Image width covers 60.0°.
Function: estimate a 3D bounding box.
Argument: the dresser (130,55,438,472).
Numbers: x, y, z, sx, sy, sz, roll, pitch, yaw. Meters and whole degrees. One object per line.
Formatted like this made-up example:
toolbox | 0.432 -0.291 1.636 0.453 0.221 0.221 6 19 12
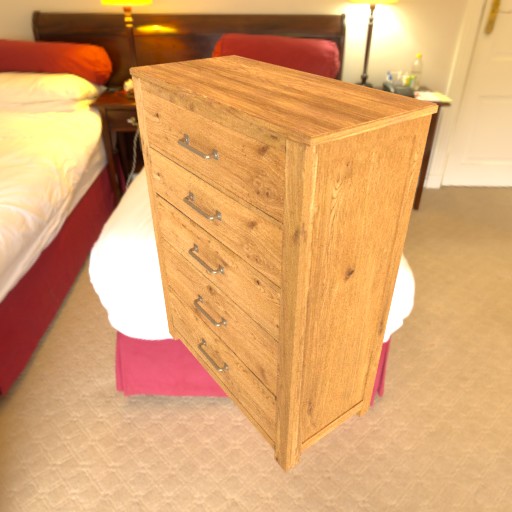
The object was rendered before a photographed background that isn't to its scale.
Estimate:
dresser | 0.000 0.000 1.934 0.558 1.431 1.081 -22 39 -30
